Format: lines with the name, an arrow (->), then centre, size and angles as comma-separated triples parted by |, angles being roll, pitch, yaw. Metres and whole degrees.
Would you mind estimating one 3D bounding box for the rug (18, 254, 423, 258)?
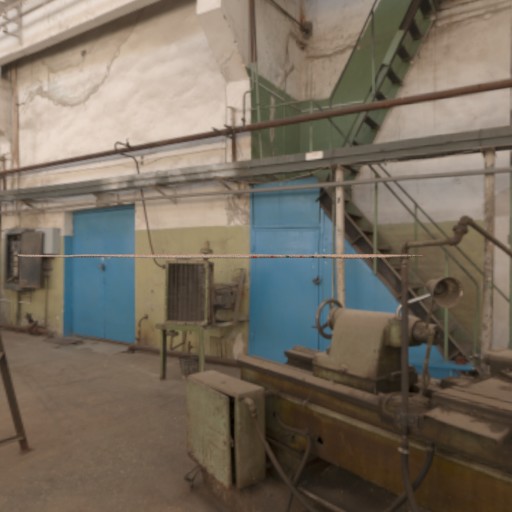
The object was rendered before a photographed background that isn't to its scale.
rug -> 0.000, 0.000, 2.299 | 1.220, 0.017, 1.835 | 0, 0, 35
